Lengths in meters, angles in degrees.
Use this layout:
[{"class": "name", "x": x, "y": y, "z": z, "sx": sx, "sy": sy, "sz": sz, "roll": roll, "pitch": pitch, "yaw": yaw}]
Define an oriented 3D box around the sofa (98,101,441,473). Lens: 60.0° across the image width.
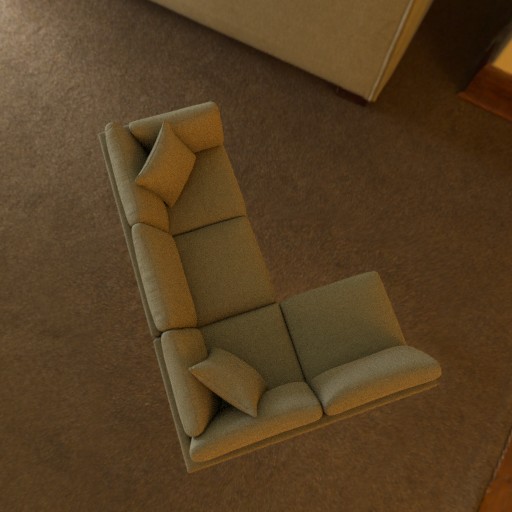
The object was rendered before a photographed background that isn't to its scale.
[{"class": "sofa", "x": 0.000, "y": 0.000, "z": 3.818, "sx": 1.994, "sy": 0.978, "sz": 2.896, "roll": -18, "pitch": 76, "yaw": -4}]
